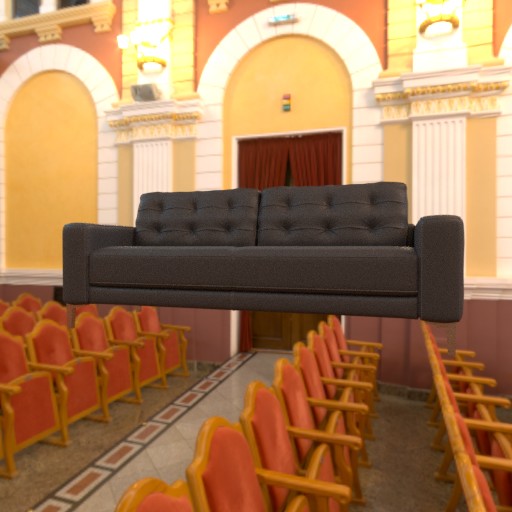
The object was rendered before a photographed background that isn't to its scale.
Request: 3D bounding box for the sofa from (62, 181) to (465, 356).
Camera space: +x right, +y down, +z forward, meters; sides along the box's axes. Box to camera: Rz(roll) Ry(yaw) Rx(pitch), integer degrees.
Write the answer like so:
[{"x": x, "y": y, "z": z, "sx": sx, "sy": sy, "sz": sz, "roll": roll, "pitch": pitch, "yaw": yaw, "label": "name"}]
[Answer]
[{"x": 0.000, "y": 0.000, "z": 2.743, "sx": 2.275, "sy": 0.893, "sz": 0.833, "roll": 0, "pitch": 1, "yaw": 18, "label": "sofa"}]
